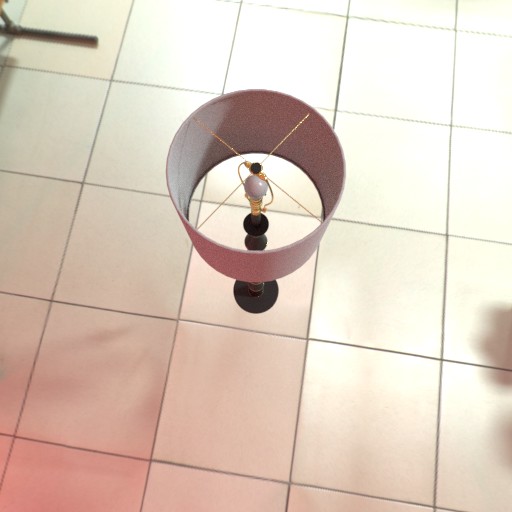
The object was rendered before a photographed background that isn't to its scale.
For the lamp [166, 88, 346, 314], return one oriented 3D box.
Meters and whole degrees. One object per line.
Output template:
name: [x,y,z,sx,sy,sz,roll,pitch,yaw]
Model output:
lamp: [0.000,0.000,1.649,0.381,1.480,0.381,41,79,10]
